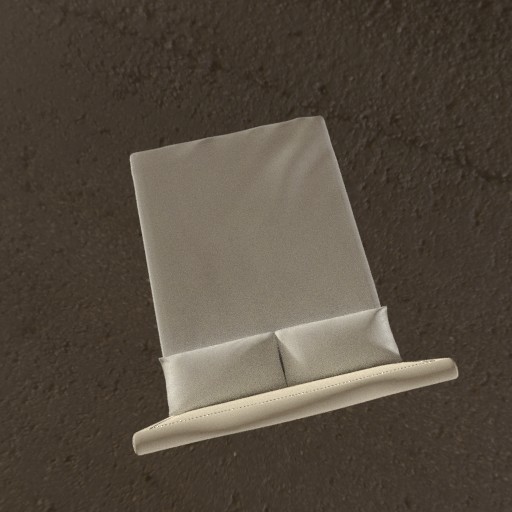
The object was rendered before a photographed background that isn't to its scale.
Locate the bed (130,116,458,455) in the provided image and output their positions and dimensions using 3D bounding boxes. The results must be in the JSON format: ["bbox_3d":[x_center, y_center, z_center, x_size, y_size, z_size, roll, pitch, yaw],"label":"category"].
[{"bbox_3d":[0.000,0.000,3.181,1.753,1.460,2.143,-12,75,-3],"label":"bed"}]
